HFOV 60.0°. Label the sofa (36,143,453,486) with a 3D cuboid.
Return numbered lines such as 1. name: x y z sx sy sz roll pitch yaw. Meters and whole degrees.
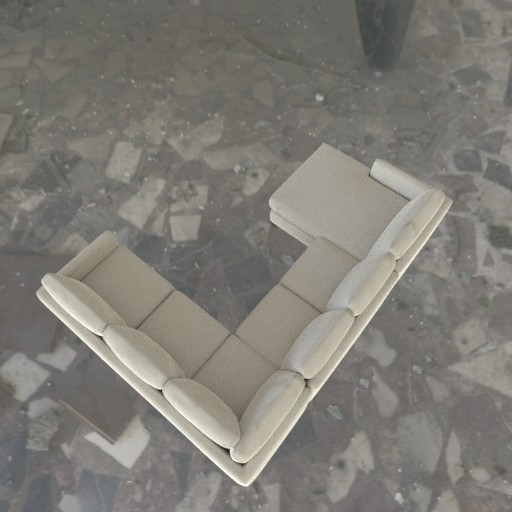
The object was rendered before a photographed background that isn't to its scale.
1. sofa: 0.000 0.000 4.597 2.593 0.956 3.459 36 67 17
